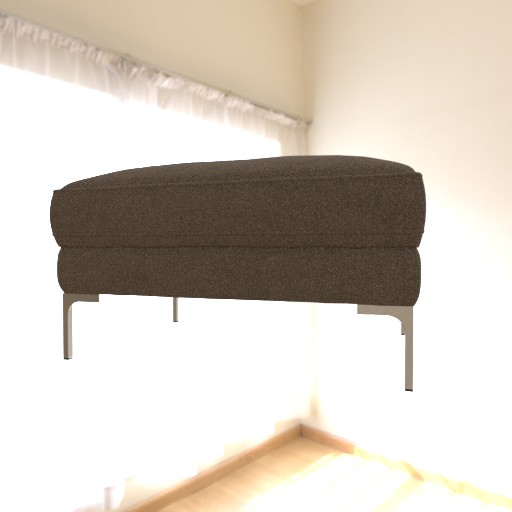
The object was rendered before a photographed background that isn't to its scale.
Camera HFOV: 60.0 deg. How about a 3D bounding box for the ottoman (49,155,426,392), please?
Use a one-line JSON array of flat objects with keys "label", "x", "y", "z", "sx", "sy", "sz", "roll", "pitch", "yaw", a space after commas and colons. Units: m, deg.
[{"label": "ottoman", "x": 0.000, "y": 0.000, "z": 1.143, "sx": 0.785, "sy": 0.464, "sz": 0.583, "roll": 0, "pitch": 1, "yaw": 17}]
